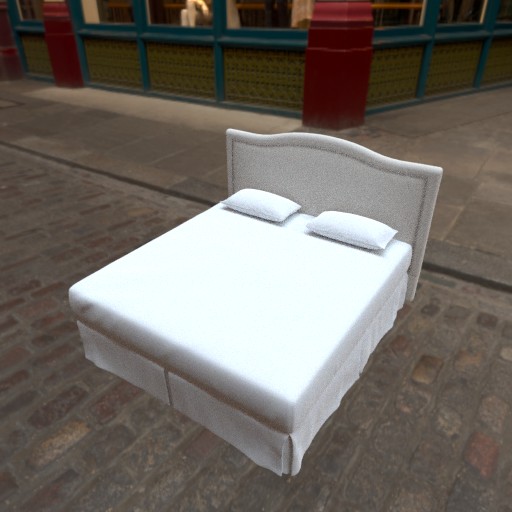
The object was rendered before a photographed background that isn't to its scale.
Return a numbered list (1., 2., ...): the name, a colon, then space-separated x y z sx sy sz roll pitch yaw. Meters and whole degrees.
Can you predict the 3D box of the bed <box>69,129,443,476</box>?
1. bed: 0.000 0.000 3.485 2.083 1.421 2.182 19 36 29
